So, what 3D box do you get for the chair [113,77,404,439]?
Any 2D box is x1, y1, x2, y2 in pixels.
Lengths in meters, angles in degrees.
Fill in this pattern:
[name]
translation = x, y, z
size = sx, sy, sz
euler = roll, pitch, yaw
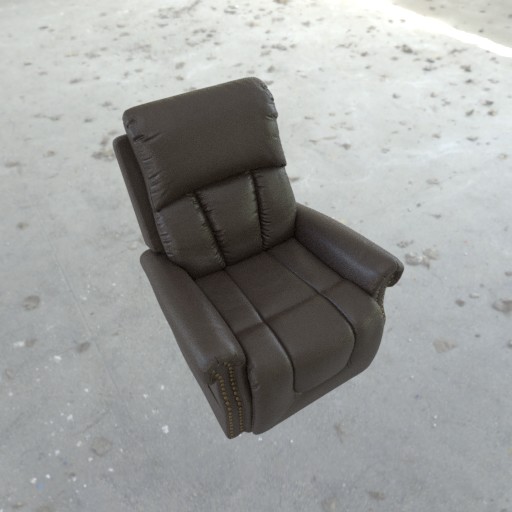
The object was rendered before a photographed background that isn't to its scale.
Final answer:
[chair]
translation = 0.000, 0.000, 1.755
size = 0.869, 1.028, 0.978
euler = -24, 49, -22
